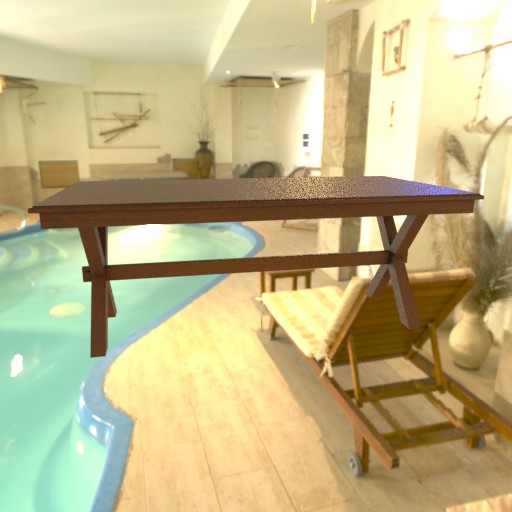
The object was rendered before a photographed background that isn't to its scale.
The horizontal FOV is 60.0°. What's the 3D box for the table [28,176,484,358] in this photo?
[{"bbox_3d":[0.000,0.000,1.479,1.197,0.459,0.594,-3,16,-11],"label":"table"}]
